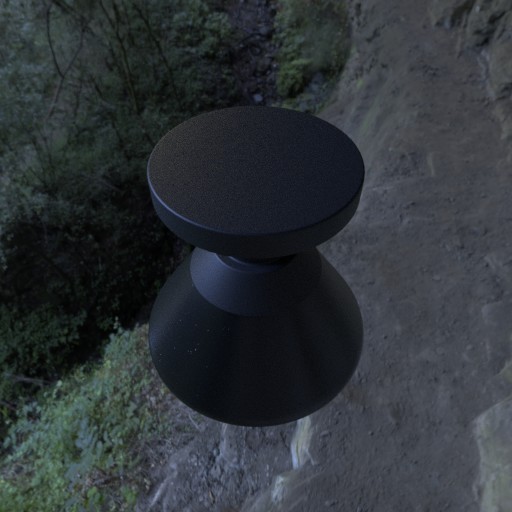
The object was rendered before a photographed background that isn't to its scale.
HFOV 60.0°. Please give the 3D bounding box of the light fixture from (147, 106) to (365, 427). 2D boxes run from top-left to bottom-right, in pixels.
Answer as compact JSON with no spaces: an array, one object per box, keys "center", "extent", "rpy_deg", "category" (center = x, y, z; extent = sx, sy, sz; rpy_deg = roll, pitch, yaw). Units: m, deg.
[{"center":[0.000,0.000,0.352],"extent":[0.200,0.183,0.200],"rpy_deg":[0,47,0],"category":"light fixture"}]
